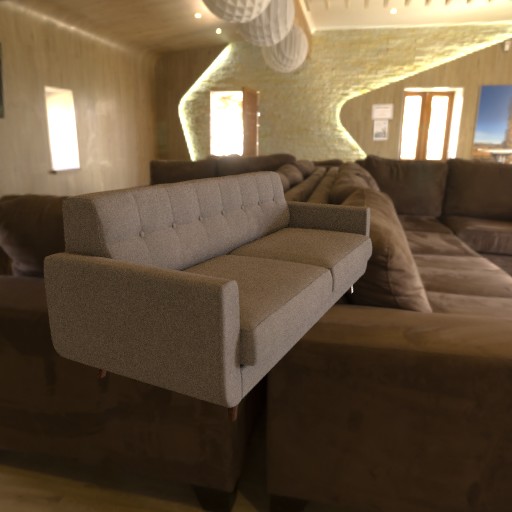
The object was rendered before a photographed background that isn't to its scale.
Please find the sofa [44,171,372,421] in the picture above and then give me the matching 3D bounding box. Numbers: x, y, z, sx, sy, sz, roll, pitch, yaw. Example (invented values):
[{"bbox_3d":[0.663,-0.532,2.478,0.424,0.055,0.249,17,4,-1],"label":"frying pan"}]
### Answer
[{"bbox_3d":[0.000,0.000,2.490,0.909,0.841,2.029,7,16,26],"label":"sofa"}]
